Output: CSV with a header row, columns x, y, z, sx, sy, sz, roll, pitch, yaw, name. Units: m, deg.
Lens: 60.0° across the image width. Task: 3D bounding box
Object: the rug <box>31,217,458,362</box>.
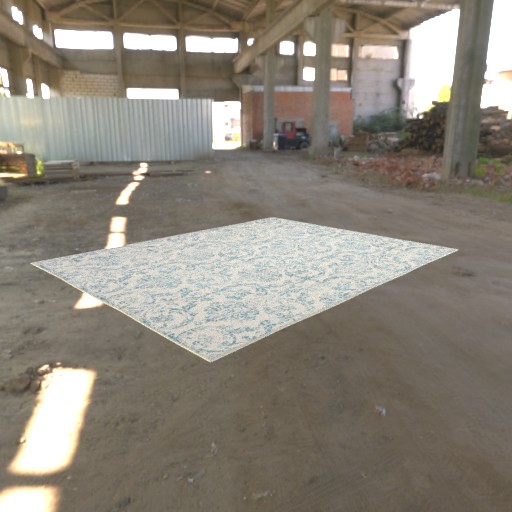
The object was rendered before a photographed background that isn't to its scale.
x,y,z,sx,sy,sz,roll,pitch,yaw,name
0.000,0.000,3.921,2.363,0.012,2.980,15,21,43,rug
